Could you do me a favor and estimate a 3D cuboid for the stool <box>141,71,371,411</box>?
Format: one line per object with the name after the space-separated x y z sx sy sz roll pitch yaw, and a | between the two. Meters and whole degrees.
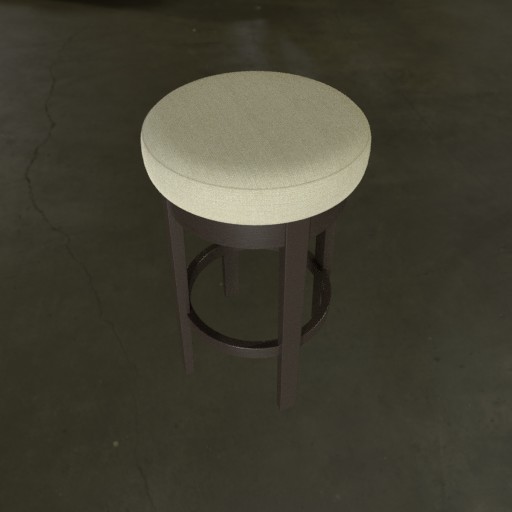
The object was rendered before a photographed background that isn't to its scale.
0.000 0.000 1.071 0.446 0.758 0.446 0 45 0 | stool
